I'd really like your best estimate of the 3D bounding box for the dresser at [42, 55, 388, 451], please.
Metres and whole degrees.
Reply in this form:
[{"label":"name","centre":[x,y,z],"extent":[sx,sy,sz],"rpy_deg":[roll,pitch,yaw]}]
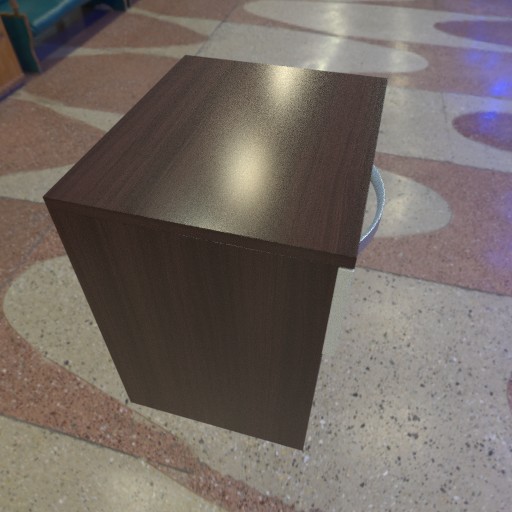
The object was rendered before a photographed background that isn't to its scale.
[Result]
[{"label":"dresser","centre":[0.000,0.000,0.740],"extent":[0.360,0.470,0.400],"rpy_deg":[11,46,11]}]
